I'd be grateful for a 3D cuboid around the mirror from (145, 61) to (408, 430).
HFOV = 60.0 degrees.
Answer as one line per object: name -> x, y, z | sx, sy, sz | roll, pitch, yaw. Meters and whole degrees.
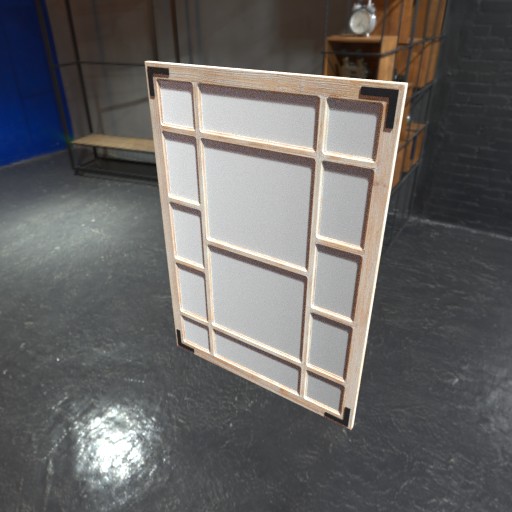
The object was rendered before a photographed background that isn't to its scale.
mirror -> 0.000, 0.000, 1.280 | 0.705, 0.996, 0.025 | 18, 34, 28
